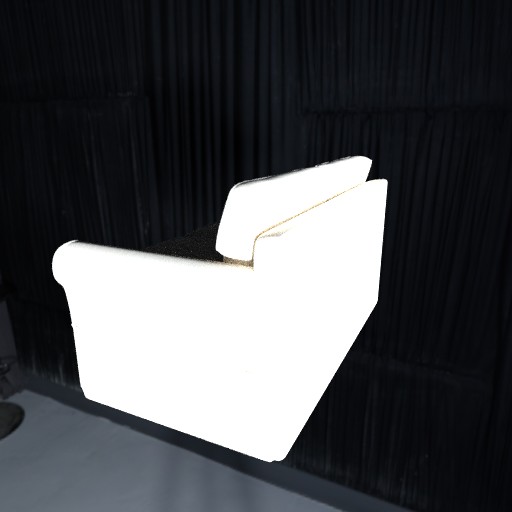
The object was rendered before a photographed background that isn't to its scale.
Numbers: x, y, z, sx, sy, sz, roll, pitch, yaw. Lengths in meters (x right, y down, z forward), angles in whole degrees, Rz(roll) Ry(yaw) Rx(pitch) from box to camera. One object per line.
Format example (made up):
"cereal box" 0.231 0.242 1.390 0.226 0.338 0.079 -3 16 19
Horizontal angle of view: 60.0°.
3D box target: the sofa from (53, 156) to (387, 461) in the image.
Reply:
"sofa" 0.000 0.000 2.290 0.991 0.940 1.727 8 18 25
